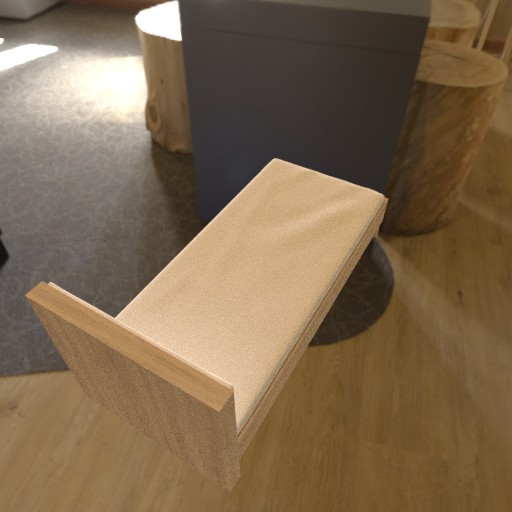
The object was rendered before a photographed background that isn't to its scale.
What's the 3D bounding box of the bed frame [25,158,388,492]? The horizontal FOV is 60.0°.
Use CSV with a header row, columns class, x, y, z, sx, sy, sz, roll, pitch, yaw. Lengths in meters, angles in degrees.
class,x,y,z,sx,sy,sz,roll,pitch,yaw
bed frame,0.000,0.000,2.659,0.990,0.920,2.140,23,51,21
